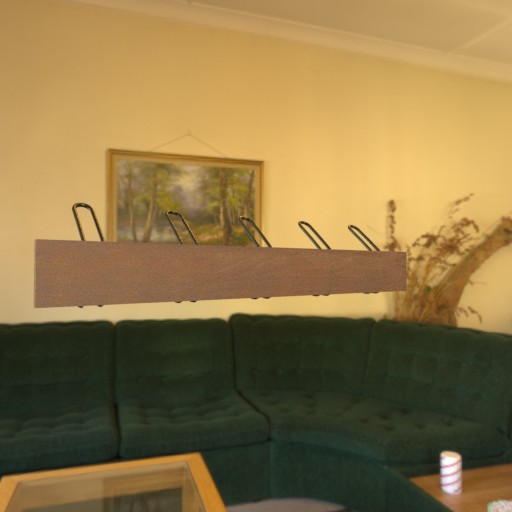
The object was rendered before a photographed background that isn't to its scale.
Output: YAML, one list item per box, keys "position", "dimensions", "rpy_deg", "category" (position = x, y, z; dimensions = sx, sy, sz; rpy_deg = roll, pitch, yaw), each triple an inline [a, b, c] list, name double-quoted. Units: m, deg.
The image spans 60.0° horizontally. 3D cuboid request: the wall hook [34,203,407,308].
- position: [0.000, 0.000, 0.603]
  dimensions: [0.554, 0.116, 0.076]
  rpy_deg: [1, -2, -35]
  category: "wall hook"
